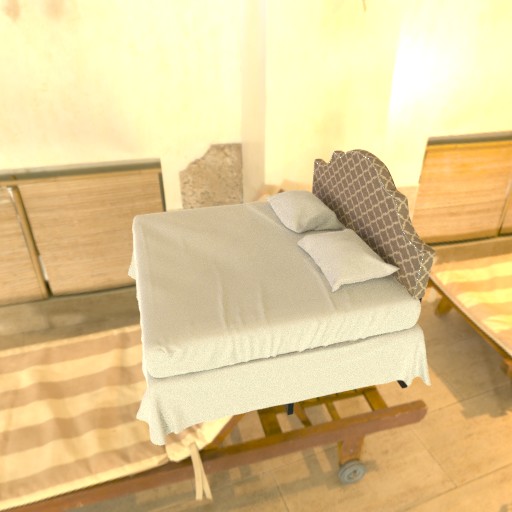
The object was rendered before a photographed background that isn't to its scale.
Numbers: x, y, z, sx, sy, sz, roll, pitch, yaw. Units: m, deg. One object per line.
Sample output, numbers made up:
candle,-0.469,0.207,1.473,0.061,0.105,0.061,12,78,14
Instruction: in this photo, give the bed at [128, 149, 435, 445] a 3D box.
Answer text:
bed,0.000,0.000,3.742,2.222,1.601,2.314,-8,32,-13
